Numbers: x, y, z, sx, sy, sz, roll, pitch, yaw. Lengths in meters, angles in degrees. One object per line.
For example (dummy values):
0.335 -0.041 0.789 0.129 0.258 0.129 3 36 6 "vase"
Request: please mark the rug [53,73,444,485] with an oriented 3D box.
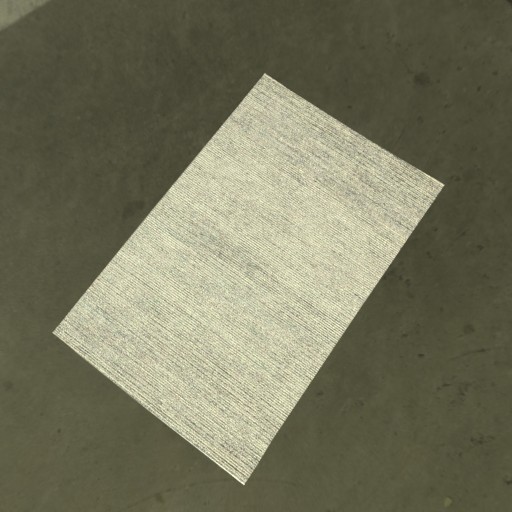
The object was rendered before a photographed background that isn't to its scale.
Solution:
0.000 0.000 2.240 1.159 0.021 1.789 35 79 8 "rug"
